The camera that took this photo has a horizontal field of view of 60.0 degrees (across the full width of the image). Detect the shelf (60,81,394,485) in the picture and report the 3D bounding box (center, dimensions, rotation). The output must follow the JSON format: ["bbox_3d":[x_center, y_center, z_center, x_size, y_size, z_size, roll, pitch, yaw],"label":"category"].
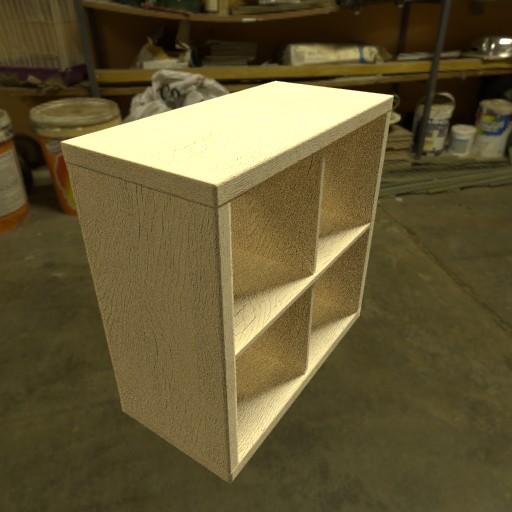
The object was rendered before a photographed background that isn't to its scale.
[{"bbox_3d":[0.000,0.000,1.258,0.390,0.786,0.790,20,36,29],"label":"shelf"}]
